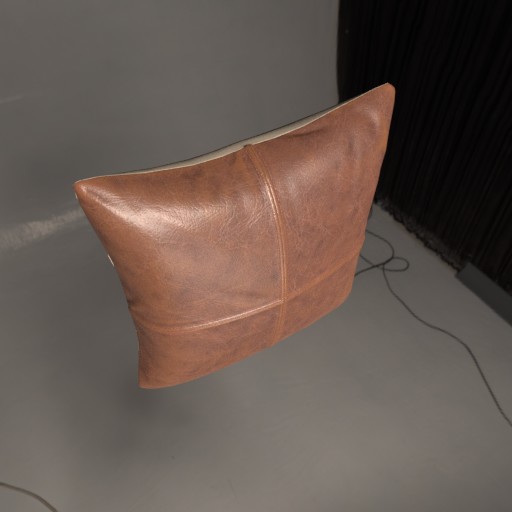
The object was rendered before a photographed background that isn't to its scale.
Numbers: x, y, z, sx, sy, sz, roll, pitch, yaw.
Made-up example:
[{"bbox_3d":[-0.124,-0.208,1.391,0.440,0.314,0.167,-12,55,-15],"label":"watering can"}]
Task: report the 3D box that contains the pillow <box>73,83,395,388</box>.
[{"bbox_3d":[0.000,0.000,0.727,0.484,0.470,0.192,-23,50,-20],"label":"pillow"}]
